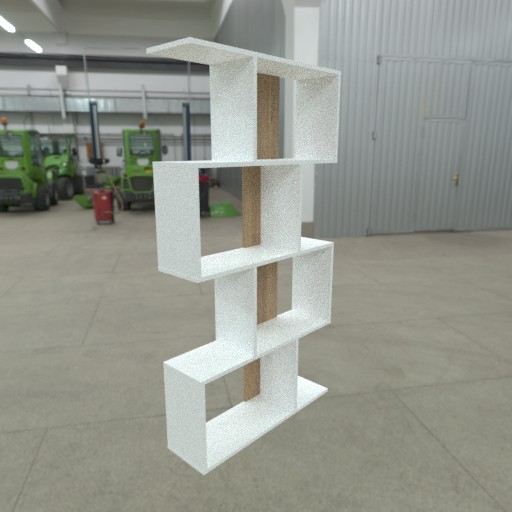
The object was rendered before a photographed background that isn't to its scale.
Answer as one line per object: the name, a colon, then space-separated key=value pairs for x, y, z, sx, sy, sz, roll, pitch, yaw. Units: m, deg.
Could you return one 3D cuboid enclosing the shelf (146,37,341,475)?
shelf: x=0.000 y=0.000 z=2.020 sx=0.250 sy=1.650 sz=0.890 roll=12 pitch=18 yaw=42
